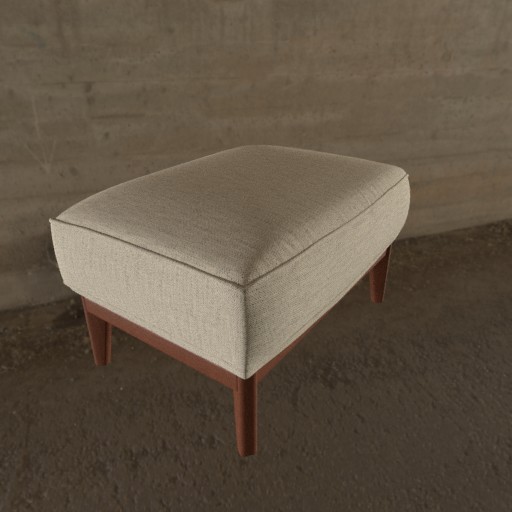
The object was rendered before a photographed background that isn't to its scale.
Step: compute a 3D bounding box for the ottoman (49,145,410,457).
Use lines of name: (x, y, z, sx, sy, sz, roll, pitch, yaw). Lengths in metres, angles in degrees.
ottoman: (0.000, 0.000, 1.173, 0.594, 0.465, 0.794, 18, 32, 31)
